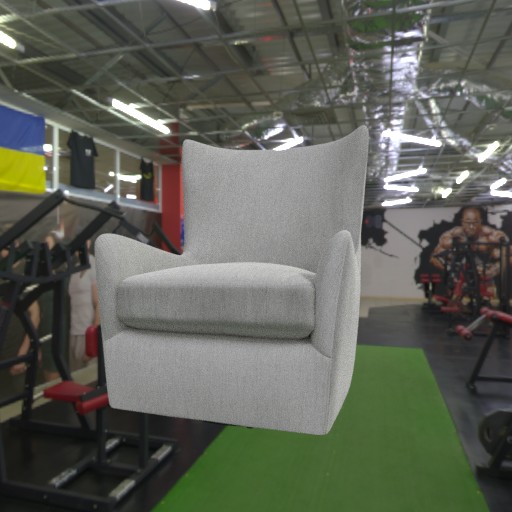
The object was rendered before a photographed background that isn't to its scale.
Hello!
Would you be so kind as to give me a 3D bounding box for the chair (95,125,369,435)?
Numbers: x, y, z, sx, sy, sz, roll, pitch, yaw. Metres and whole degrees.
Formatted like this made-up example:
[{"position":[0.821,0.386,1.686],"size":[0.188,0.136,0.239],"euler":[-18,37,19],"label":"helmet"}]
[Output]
[{"position":[0.000,0.000,1.637],"size":[0.779,1.000,0.904],"euler":[0,1,18],"label":"chair"}]
